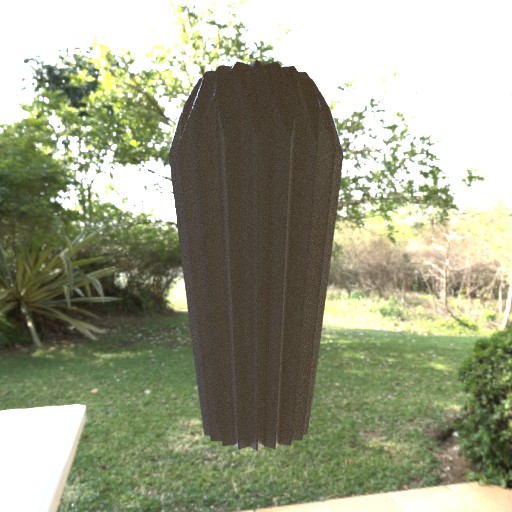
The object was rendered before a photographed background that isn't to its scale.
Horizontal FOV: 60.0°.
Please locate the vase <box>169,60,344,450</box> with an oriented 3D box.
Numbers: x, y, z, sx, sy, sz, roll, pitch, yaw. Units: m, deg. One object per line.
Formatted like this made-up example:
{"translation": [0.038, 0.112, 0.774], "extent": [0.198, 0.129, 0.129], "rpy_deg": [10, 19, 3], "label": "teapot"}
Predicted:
{"translation": [0.000, 0.000, 0.340], "extent": [0.133, 0.263, 0.133], "rpy_deg": [0, -1, 0], "label": "vase"}
